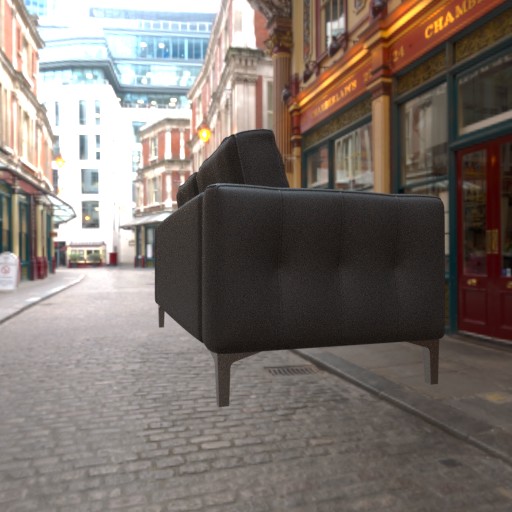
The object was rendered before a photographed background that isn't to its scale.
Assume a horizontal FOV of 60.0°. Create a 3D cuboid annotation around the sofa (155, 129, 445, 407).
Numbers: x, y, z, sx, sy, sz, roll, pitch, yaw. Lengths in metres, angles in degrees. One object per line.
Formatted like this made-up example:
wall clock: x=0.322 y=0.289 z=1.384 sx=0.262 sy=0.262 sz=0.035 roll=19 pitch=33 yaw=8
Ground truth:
sofa: x=0.000 y=0.000 z=2.184 sx=0.833 sy=0.893 sz=1.726 roll=0 pitch=-1 yaw=-18
